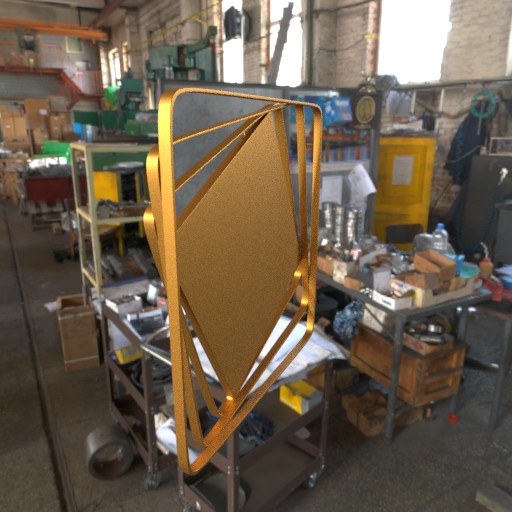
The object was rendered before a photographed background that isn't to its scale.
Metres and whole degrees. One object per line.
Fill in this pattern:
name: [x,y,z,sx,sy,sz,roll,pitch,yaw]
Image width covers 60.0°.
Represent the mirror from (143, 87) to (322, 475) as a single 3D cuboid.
mirror: [0.000,0.000,0.689,0.045,0.468,0.470,8,18,25]
